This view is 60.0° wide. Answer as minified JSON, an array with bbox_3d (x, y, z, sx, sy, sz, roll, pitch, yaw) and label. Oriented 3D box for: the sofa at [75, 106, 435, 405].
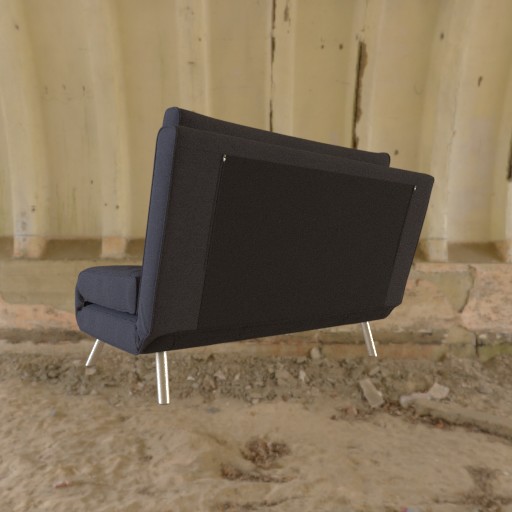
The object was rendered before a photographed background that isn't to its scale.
[{"bbox_3d":[0.000,0.000,1.844,1.220,0.910,0.910,0,0,-38],"label":"sofa"}]
